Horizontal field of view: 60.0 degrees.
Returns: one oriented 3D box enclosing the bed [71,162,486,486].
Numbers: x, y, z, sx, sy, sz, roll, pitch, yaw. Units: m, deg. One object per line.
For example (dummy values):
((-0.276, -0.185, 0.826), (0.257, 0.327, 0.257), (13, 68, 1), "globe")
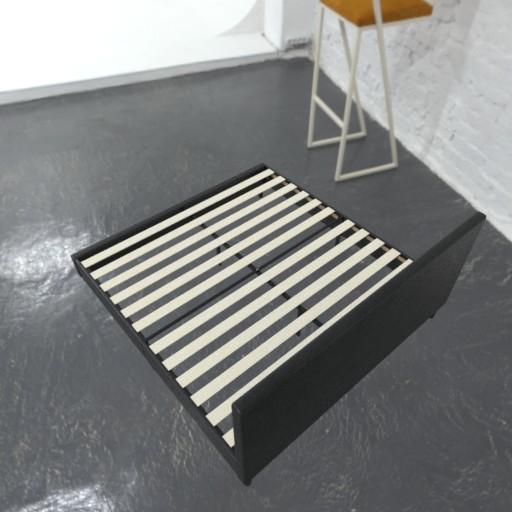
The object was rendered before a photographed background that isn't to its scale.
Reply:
((0.000, 0.000, 3.278), (2.018, 1.046, 2.152), (-31, 53, -28), "bed")
